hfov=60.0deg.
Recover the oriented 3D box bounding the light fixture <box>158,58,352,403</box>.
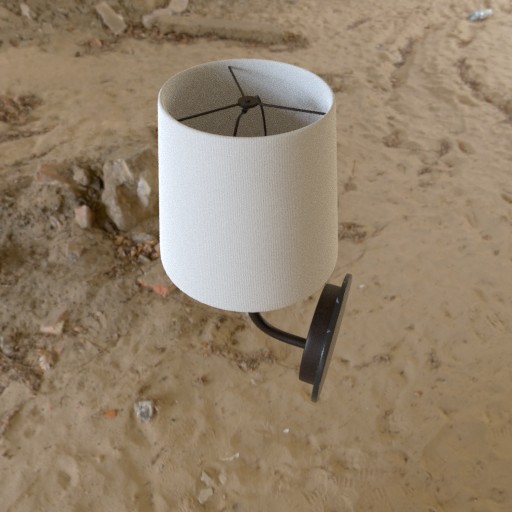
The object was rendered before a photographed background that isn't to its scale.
[{"bbox_3d":[0.000,0.000,0.443,0.188,0.337,0.168,15,48,14],"label":"light fixture"}]
